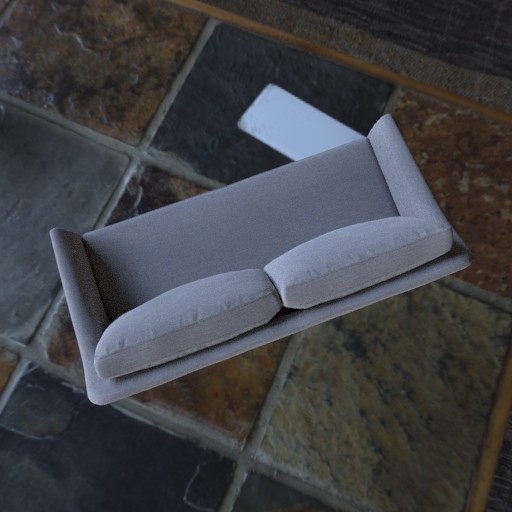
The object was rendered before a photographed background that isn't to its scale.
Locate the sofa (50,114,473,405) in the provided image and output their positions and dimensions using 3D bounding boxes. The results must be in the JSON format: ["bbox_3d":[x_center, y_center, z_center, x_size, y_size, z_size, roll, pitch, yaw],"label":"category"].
[{"bbox_3d":[0.000,0.000,2.504,2.036,0.913,0.980,-20,77,-5],"label":"sofa"}]
